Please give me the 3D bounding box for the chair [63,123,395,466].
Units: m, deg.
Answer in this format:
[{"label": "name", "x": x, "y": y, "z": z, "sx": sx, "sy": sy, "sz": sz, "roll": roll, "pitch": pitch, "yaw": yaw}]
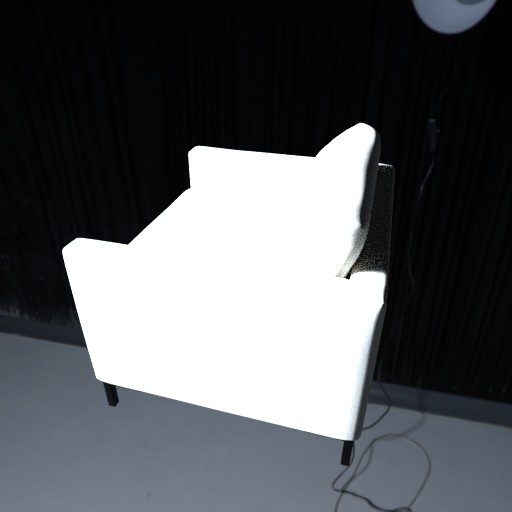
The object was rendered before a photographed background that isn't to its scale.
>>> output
[{"label": "chair", "x": 0.000, "y": 0.000, "z": 1.579, "sx": 0.875, "sy": 0.806, "sz": 0.964, "roll": 9, "pitch": 32, "yaw": 14}]
